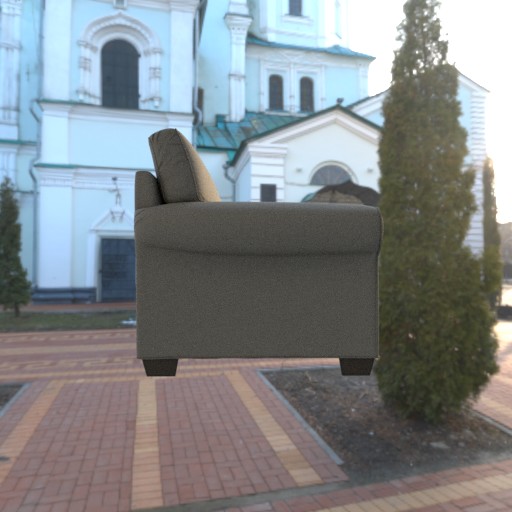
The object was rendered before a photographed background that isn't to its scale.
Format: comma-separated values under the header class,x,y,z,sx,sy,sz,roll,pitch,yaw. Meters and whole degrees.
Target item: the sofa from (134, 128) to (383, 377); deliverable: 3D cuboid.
class,x,y,z,sx,sy,sz,roll,pitch,yaw
sofa,0.000,0.000,2.507,0.940,0.952,1.930,0,-2,-1
